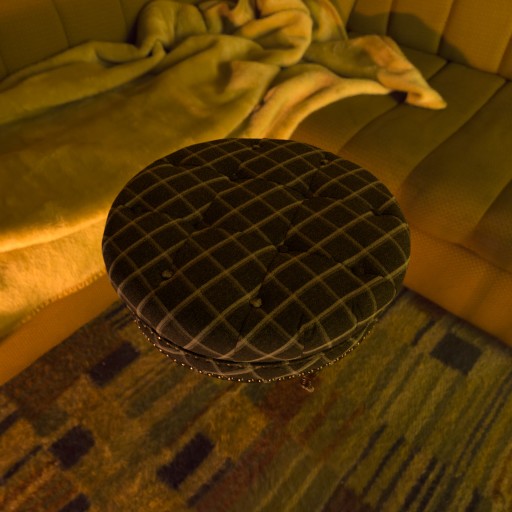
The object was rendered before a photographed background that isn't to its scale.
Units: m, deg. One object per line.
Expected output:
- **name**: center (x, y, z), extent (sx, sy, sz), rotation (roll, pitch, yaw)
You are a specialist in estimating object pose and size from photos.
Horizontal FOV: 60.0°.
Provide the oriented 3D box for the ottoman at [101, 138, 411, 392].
- **ottoman**: center (0.000, 0.000, 1.433), extent (0.901, 0.439, 0.901), rotation (0, 47, 0)
